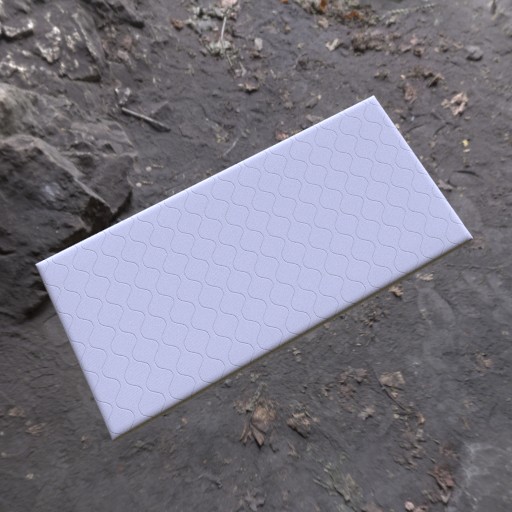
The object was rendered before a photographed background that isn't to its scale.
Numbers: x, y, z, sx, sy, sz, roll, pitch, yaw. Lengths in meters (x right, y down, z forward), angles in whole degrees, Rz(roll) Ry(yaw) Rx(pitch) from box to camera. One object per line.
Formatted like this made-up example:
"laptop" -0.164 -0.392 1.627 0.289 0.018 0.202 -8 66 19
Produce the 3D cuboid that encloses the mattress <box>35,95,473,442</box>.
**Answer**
"mattress" 0.000 0.000 2.191 1.900 0.200 0.900 -28 77 -7
